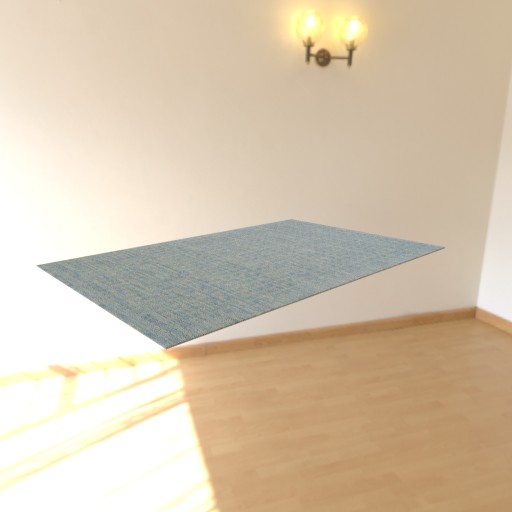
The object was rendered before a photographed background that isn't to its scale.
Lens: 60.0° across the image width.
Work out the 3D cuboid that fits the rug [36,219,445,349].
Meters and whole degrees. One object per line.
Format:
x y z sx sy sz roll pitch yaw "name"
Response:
0.000 0.000 2.248 1.752 0.006 1.142 -14 20 -41 "rug"
